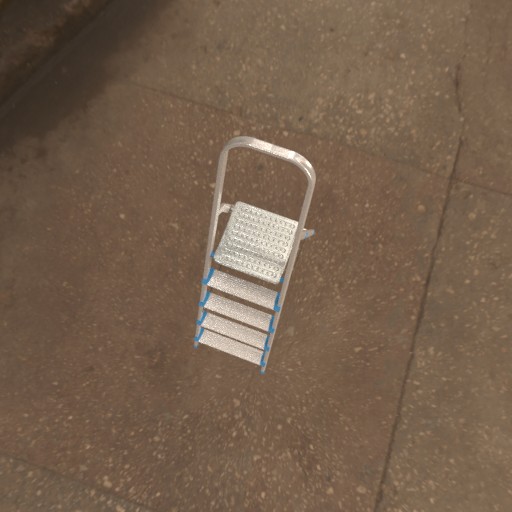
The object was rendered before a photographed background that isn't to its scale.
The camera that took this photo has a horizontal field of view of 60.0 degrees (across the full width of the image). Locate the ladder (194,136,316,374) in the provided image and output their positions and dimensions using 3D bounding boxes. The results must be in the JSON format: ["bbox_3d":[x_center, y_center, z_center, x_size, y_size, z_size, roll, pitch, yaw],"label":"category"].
[{"bbox_3d":[0.000,0.000,2.057,0.468,1.648,0.990,20,77,5],"label":"ladder"}]
